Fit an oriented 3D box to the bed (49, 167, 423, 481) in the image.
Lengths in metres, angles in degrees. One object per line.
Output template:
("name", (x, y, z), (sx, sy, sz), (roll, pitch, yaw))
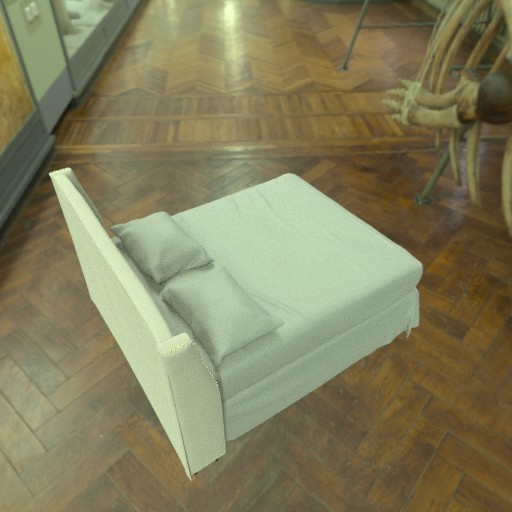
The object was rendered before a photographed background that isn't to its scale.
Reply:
("bed", (0.000, 0.000, 3.422), (2.276, 1.332, 1.925), (-24, 46, -25))
